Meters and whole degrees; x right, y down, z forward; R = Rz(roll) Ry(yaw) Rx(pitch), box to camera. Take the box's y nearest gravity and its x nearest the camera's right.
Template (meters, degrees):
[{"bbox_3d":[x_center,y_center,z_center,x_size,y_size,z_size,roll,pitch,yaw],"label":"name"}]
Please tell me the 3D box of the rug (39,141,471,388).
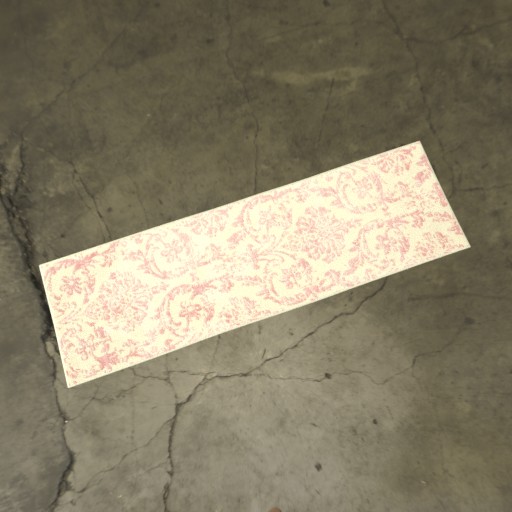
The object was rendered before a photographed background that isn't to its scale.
[{"bbox_3d":[0.000,0.000,2.350,2.196,0.011,0.662,-19,77,-5],"label":"rug"}]
